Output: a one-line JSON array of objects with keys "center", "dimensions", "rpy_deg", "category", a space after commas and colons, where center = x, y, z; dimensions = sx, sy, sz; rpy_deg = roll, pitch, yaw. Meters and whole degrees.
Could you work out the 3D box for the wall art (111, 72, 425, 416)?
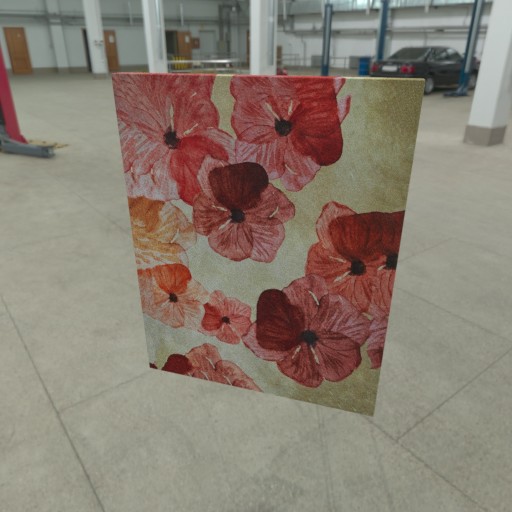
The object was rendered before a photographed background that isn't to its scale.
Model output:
[{"center": [0.000, 0.000, 0.673], "dimensions": [0.406, 0.508, 0.028], "rpy_deg": [8, 27, 15], "category": "wall art"}]
